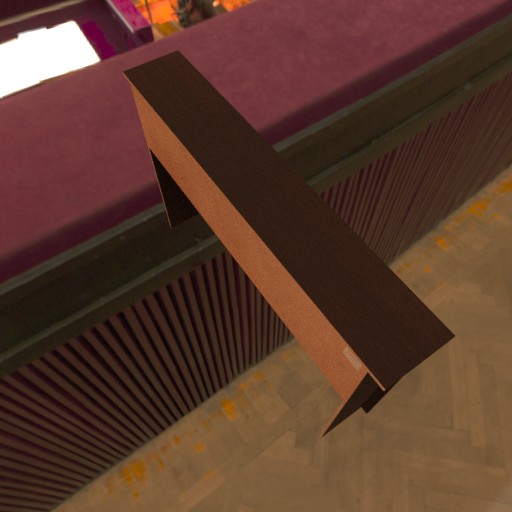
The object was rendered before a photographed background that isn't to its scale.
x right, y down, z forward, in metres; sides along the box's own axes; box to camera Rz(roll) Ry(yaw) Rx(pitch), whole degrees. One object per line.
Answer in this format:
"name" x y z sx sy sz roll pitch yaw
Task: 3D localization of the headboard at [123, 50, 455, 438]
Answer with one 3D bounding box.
"headboard" 0.000 0.000 2.086 0.279 1.092 1.671 -30 63 -17
